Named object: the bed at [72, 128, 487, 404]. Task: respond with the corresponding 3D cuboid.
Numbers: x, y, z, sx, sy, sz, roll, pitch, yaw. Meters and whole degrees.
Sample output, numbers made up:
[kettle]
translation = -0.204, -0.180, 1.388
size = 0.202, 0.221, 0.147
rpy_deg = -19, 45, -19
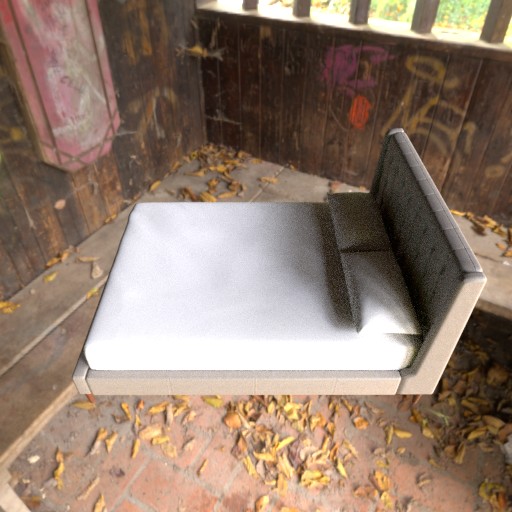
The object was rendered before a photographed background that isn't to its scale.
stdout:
[bed]
translation = 0.000, 0.000, 3.109
size = 2.232, 1.147, 1.656
rpy_deg = 0, 41, 0
